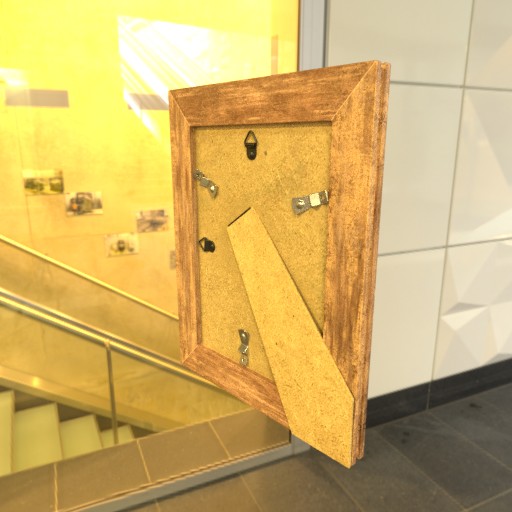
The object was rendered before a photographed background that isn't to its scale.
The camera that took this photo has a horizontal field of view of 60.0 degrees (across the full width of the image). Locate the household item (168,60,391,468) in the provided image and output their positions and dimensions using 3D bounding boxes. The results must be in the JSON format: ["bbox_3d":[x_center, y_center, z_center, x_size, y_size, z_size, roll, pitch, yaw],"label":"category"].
[{"bbox_3d":[0.000,0.000,0.318,0.018,0.237,0.186,-14,20,-42],"label":"household item"}]
